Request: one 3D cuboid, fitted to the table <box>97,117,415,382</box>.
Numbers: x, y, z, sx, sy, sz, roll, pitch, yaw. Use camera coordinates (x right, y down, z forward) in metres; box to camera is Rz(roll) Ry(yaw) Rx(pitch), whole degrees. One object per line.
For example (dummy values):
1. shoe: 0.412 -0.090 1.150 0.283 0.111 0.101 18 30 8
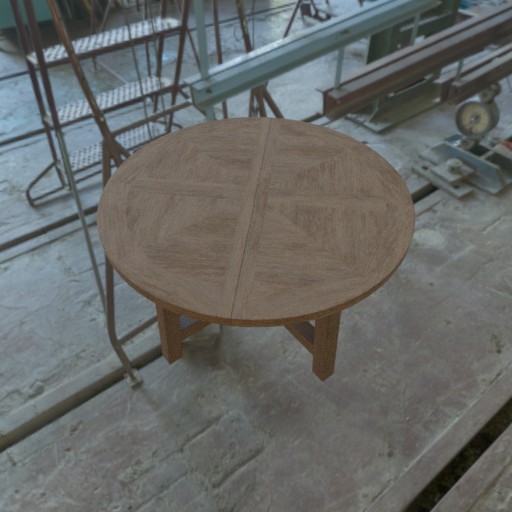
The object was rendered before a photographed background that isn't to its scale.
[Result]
1. table: 0.000 0.000 2.166 1.319 0.762 1.319 0 46 0
